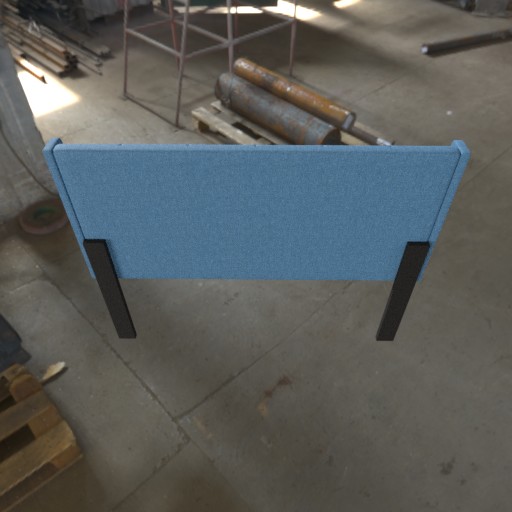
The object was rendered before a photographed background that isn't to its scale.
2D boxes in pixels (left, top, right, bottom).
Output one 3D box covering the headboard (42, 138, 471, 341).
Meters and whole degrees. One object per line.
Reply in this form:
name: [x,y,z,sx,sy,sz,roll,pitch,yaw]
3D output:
headboard: [0.000,0.000,2.693,2.051,1.524,0.184,0,45,0]
